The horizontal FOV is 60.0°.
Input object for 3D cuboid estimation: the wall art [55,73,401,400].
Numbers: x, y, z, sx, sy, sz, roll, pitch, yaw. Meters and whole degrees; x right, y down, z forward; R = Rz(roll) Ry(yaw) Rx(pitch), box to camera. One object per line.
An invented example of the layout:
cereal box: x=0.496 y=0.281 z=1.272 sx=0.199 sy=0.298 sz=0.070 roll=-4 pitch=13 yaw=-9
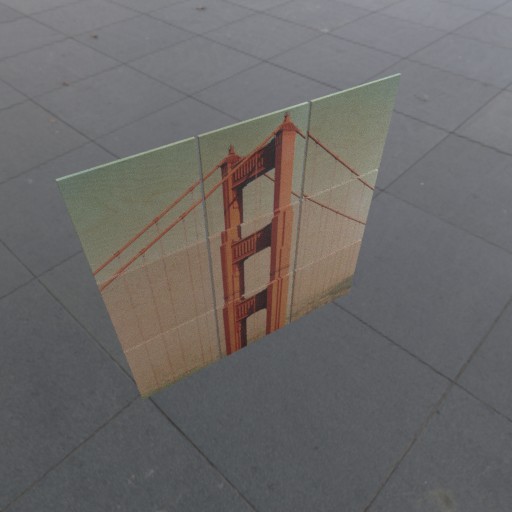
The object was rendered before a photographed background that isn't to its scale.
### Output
wall art: x=0.000 y=0.000 z=2.253 sx=1.517 sy=1.523 sz=0.013 roll=-24 pitch=50 yaw=-21
